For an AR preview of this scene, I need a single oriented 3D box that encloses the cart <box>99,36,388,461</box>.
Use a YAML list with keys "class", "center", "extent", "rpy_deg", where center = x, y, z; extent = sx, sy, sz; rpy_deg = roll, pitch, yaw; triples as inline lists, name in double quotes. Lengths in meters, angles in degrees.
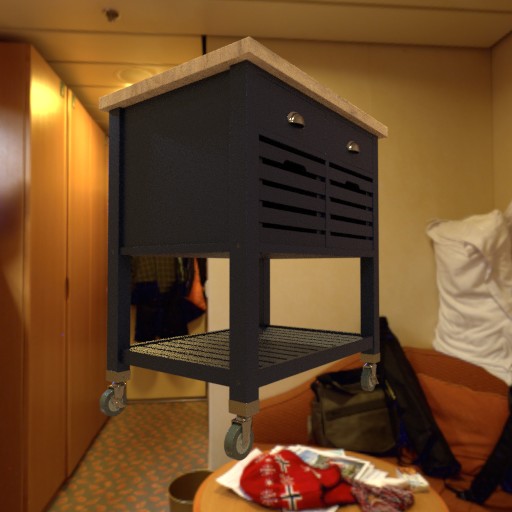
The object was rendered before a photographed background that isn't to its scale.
- class: "cart"
  center: [0.000, 0.000, 1.421]
  extent: [0.567, 0.920, 0.797]
  rpy_deg: [-1, -2, 38]
